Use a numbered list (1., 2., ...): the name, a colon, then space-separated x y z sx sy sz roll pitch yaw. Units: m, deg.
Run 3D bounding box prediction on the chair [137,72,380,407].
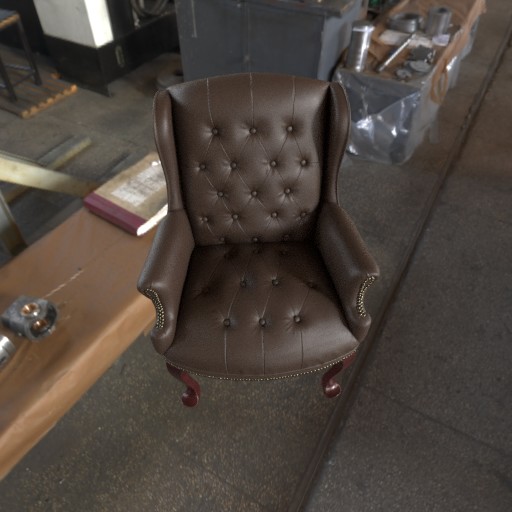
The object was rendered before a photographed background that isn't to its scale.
1. chair: 0.000 0.000 1.716 0.829 1.132 0.819 -3 46 -3
